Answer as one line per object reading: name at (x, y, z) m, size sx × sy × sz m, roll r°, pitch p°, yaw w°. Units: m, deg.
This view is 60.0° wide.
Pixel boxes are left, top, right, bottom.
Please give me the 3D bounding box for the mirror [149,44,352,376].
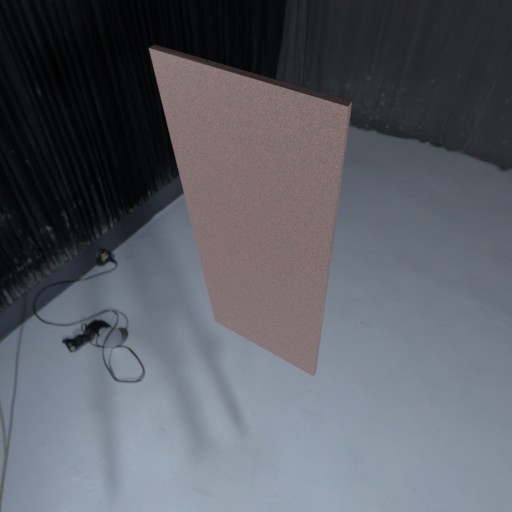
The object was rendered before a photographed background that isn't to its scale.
mirror at (0.000, 0.000, 2.312) m, size 0.812 × 2.020 × 0.221 m, roll 25°, pitch 52°, yaw 22°
